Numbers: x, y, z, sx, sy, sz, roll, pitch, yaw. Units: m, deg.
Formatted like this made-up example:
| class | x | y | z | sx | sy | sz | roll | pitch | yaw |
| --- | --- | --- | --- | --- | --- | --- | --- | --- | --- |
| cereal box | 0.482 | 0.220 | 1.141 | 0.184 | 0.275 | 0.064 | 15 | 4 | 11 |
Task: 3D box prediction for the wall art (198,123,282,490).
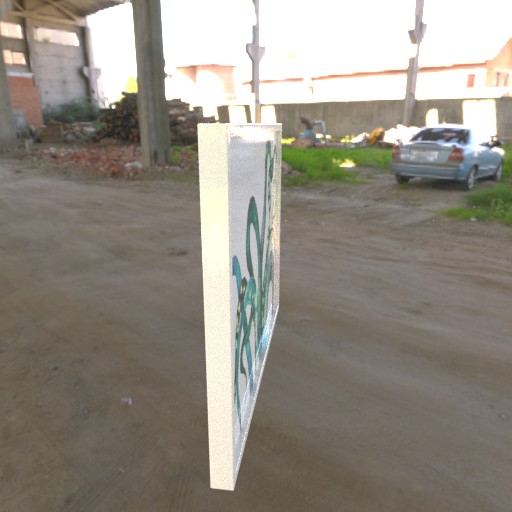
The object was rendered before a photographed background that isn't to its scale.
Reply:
| class | x | y | z | sx | sy | sz | roll | pitch | yaw |
| --- | --- | --- | --- | --- | --- | --- | --- | --- | --- |
| wall art | 0.000 | 0.000 | 1.377 | 0.053 | 0.787 | 1.041 | 2 | 17 | 8 |
